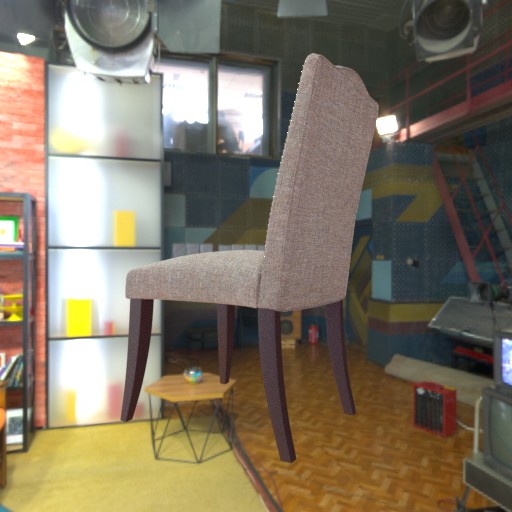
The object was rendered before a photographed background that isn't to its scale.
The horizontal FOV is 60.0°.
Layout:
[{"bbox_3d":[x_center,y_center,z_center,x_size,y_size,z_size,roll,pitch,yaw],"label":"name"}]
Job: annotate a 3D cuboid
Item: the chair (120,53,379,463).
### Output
[{"bbox_3d":[0.000,0.000,1.391,0.660,1.016,0.513,0,0,34],"label":"chair"}]
